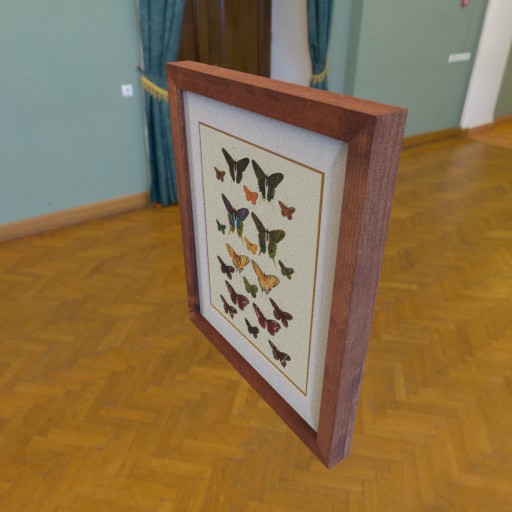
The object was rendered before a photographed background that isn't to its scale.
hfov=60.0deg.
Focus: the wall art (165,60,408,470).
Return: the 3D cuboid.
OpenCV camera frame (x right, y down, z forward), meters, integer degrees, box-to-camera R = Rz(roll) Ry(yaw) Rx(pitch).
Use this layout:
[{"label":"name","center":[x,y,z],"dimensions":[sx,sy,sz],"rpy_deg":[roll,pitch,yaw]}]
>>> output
[{"label":"wall art","center":[0.000,0.000,0.602],"dimensions":[0.039,0.449,0.377],"rpy_deg":[-20,36,-30]}]
